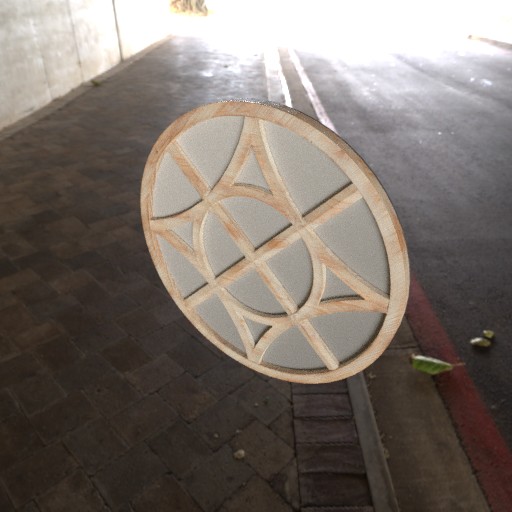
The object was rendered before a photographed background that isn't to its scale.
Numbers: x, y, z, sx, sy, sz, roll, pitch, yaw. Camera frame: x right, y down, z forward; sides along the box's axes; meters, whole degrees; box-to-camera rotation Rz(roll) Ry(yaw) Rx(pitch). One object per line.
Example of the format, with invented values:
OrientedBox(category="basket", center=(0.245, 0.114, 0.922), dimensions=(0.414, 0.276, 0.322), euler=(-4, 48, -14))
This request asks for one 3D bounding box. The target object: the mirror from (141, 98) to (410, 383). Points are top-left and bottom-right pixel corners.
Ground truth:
OrientedBox(category="mirror", center=(0.000, 0.000, 1.051), dimensions=(0.710, 0.710, 0.038), euler=(19, 36, 28))
